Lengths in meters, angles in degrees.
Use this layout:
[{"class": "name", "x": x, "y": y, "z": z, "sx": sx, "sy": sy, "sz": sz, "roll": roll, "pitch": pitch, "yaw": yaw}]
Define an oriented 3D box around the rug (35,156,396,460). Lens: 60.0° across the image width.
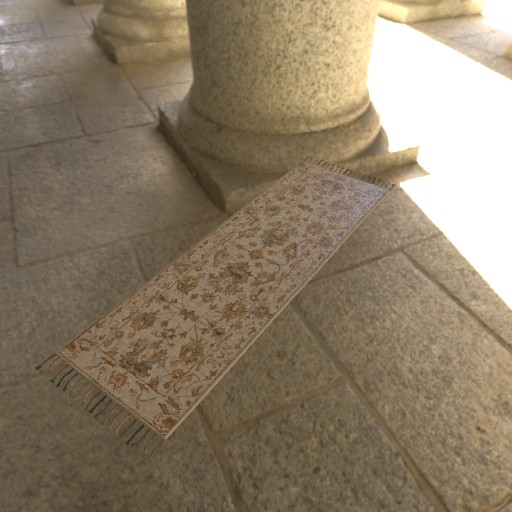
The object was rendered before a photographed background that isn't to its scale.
[{"class": "rug", "x": 0.000, "y": 0.000, "z": 2.596, "sx": 0.729, "sy": 0.021, "sz": 2.438, "roll": 25, "pitch": 47, "yaw": 26}]
